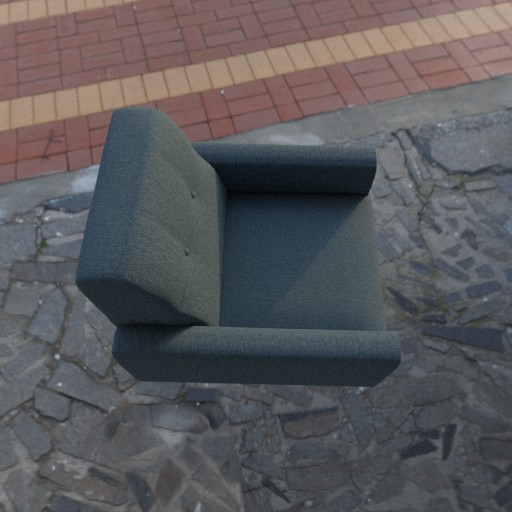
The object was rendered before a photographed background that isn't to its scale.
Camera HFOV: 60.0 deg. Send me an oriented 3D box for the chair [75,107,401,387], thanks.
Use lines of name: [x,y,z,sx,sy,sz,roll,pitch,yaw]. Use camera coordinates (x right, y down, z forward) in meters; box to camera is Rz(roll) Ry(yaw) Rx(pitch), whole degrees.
chair: [0.000,0.000,1.700,0.964,0.940,0.880,1,63,1]
